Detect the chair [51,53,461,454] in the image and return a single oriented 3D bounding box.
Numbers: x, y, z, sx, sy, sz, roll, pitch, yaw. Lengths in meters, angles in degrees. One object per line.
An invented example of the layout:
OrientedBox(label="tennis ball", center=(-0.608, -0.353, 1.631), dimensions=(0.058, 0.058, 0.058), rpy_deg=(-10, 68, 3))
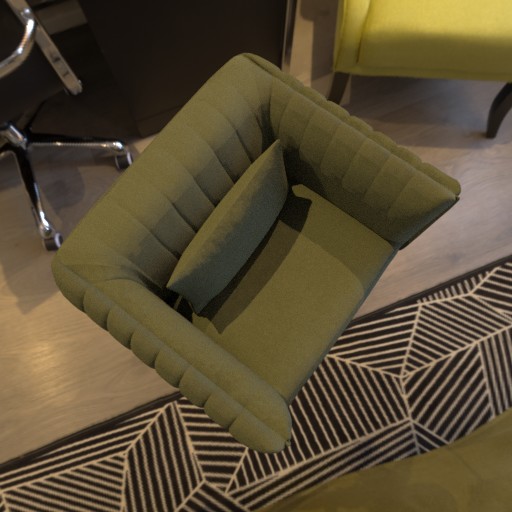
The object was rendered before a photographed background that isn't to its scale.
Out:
OrientedBox(label="chair", center=(0.000, 0.000, 1.646), dimensions=(0.877, 0.794, 1.032), rpy_deg=(36, 78, 9))
